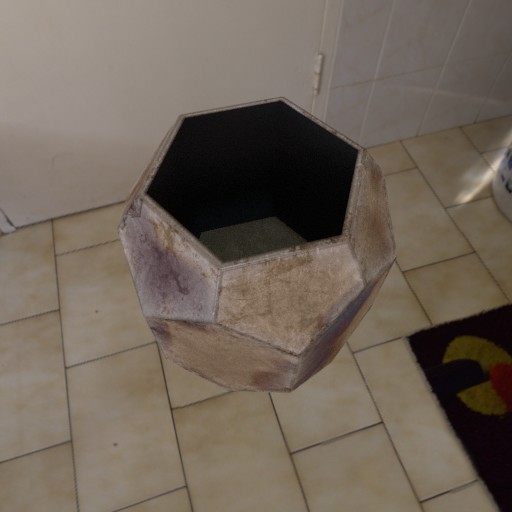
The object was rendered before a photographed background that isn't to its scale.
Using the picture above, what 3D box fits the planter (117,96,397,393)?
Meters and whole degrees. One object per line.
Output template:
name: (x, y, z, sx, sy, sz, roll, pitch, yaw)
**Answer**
planter: (0.000, 0.000, 0.428, 0.221, 0.238, 0.243, -13, 59, -8)
